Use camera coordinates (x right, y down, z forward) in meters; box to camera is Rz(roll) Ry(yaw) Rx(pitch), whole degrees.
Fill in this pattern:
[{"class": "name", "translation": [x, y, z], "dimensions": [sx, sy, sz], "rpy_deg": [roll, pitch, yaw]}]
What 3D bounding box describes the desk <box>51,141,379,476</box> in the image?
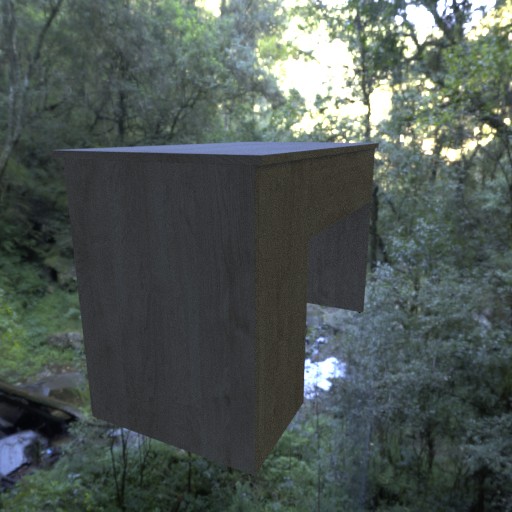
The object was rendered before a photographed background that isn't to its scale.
[{"class": "desk", "translation": [0.000, 0.000, 1.521], "dimensions": [0.560, 0.735, 1.097], "rpy_deg": [8, 17, 25]}]
